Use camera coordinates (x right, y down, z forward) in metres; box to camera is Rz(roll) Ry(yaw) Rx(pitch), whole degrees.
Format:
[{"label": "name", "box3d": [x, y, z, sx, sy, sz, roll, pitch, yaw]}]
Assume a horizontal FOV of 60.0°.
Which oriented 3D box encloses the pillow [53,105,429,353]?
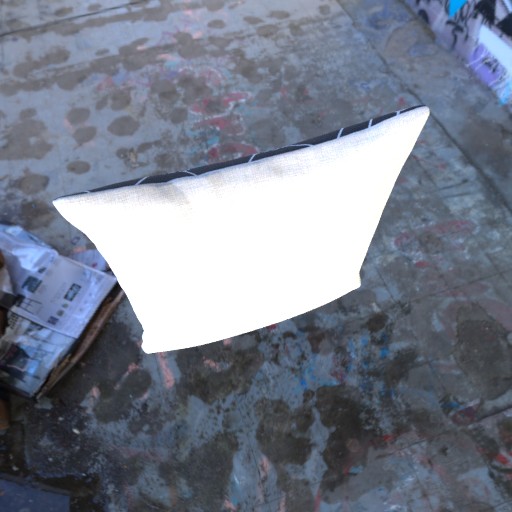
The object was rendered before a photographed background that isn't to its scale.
[{"label": "pillow", "box3d": [0.000, 0.000, 0.787, 0.517, 0.508, 0.158, -16, 59, -10]}]
